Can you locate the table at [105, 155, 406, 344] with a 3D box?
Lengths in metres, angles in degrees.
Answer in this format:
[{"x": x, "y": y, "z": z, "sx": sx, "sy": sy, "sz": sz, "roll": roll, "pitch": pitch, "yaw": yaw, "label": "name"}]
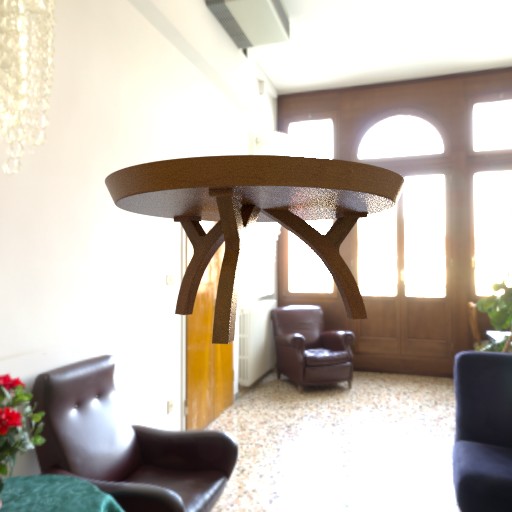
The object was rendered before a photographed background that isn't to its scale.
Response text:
[{"x": 0.000, "y": 0.000, "z": 1.567, "sx": 1.016, "sy": 0.470, "sz": 1.016, "roll": 0, "pitch": -1, "yaw": 0, "label": "table"}]
